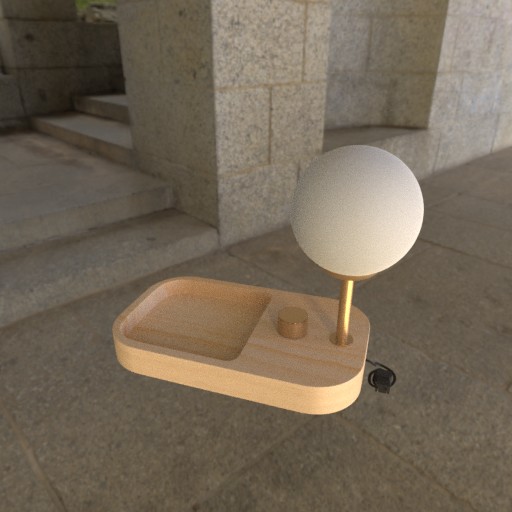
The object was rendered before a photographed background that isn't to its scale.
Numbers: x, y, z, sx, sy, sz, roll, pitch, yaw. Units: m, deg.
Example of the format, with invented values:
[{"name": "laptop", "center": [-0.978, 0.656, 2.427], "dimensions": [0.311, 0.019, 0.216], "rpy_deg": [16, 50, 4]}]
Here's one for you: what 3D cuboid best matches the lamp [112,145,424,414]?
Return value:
[{"name": "lamp", "center": [0.000, 0.000, 0.488], "dimensions": [0.331, 0.253, 0.173], "rpy_deg": [8, 27, 16]}]
